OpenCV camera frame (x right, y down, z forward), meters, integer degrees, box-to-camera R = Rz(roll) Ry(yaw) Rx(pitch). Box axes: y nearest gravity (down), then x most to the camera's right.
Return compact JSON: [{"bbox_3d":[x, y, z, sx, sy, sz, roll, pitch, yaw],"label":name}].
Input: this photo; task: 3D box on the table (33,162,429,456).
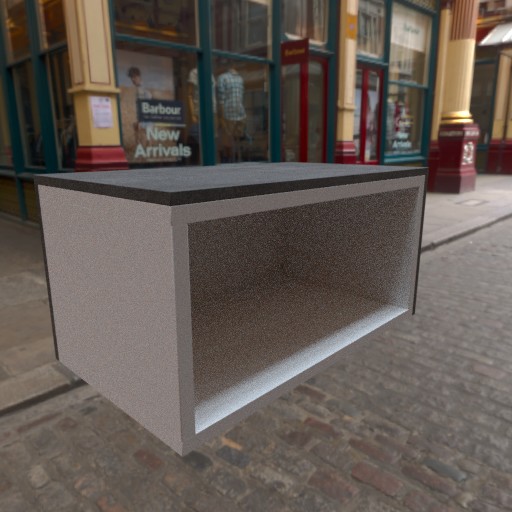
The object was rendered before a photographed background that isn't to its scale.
[{"bbox_3d":[0.000,0.000,0.923,0.400,0.350,0.700,13,20,42],"label":"table"}]
